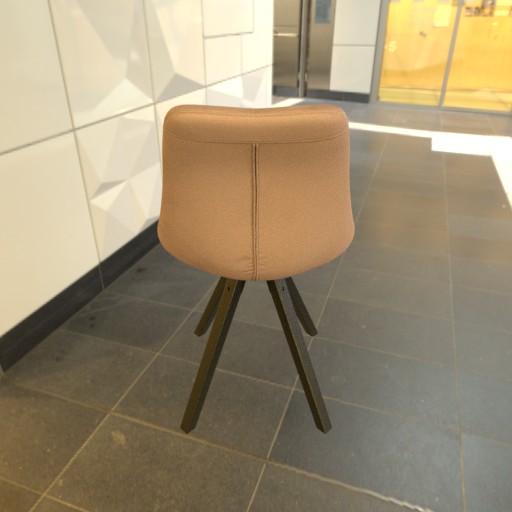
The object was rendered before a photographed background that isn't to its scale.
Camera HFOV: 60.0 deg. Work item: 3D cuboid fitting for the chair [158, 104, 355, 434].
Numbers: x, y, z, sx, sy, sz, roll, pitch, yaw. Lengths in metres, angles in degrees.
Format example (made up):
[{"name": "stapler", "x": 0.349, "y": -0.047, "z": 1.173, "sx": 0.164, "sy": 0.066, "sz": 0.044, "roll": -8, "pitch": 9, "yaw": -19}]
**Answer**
[{"name": "chair", "x": 0.000, "y": 0.000, "z": 1.183, "sx": 0.483, "sy": 0.865, "sz": 0.547, "roll": 0, "pitch": 29, "yaw": 0}]
